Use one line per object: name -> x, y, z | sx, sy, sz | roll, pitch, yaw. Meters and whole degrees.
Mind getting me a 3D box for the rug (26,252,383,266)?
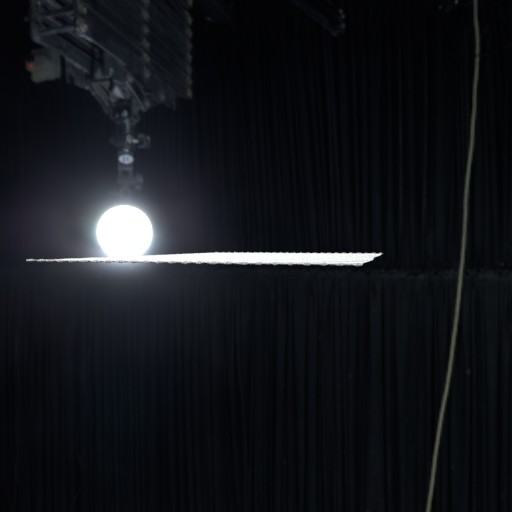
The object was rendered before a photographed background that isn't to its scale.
rug -> 0.000, 0.000, 3.856 | 2.030, 0.017, 3.040 | 0, 1, 18
